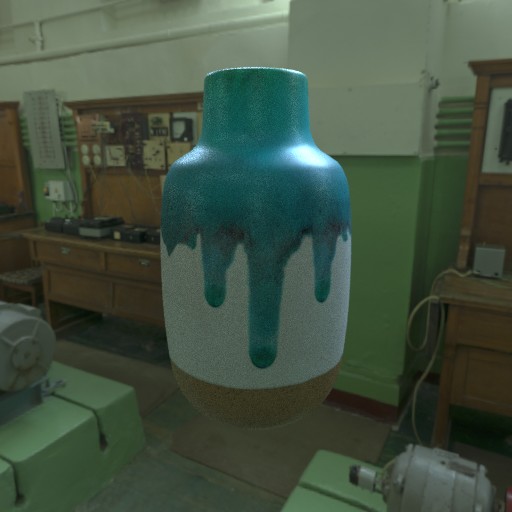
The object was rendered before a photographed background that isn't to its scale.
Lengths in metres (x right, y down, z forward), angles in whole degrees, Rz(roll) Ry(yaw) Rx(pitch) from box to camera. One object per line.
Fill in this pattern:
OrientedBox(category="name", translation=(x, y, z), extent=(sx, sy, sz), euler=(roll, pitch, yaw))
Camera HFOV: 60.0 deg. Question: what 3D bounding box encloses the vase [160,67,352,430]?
OrientedBox(category="vase", translation=(0.000, 0.000, 0.251), extent=(0.106, 0.192, 0.106), euler=(0, 14, 0))
